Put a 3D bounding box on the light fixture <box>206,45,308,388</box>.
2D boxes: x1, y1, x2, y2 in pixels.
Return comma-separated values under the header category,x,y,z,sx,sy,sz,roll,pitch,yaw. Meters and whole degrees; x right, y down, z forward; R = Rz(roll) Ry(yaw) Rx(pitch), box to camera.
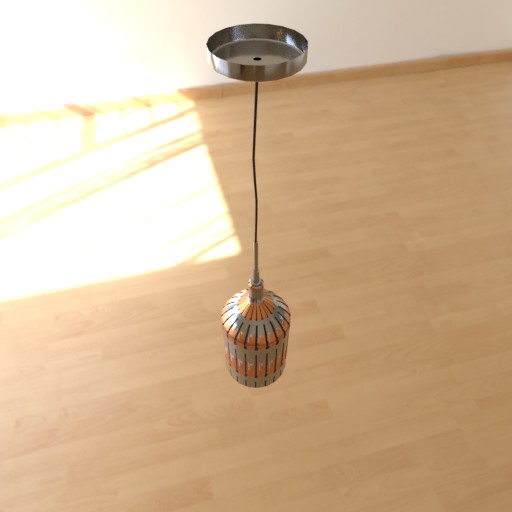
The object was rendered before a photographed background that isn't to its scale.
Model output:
category,x,y,z,sx,sy,sz,roll,pitch,yaw
light fixture,0.000,0.000,1.645,0.303,1.535,0.303,0,47,0
